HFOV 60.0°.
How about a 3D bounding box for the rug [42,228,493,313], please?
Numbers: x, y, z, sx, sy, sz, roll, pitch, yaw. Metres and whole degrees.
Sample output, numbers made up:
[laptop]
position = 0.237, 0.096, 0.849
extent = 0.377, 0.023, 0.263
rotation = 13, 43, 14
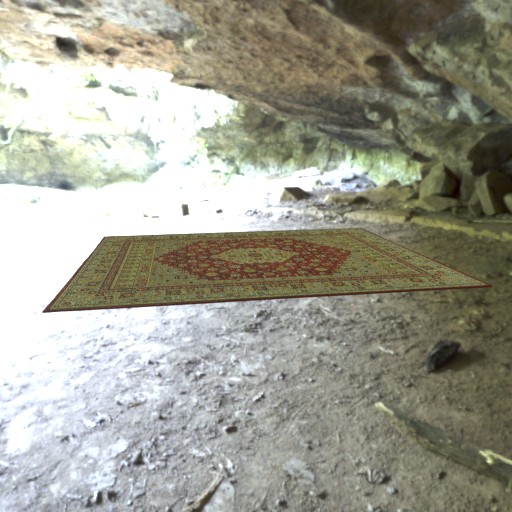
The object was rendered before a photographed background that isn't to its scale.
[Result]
[rug]
position = 0.000, 0.000, 4.080
extent = 3.053, 0.013, 2.387
rotation = -2, 14, -9
